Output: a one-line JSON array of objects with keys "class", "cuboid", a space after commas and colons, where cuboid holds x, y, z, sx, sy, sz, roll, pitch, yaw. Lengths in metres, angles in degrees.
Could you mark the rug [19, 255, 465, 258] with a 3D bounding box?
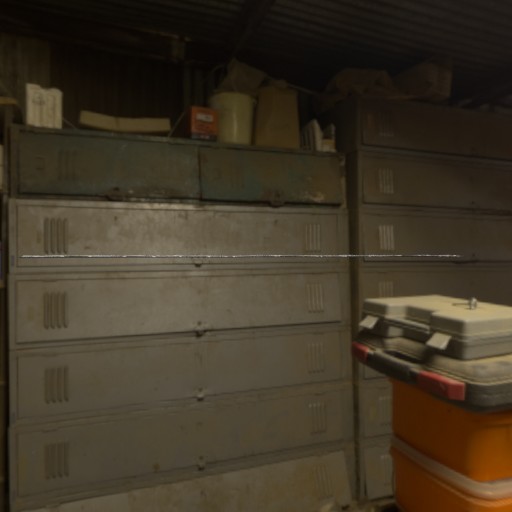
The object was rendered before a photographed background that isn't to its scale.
[{"class": "rug", "cuboid": [0.000, 0.000, 2.684, 2.476, 0.010, 0.807, 0, 0, -20]}]
